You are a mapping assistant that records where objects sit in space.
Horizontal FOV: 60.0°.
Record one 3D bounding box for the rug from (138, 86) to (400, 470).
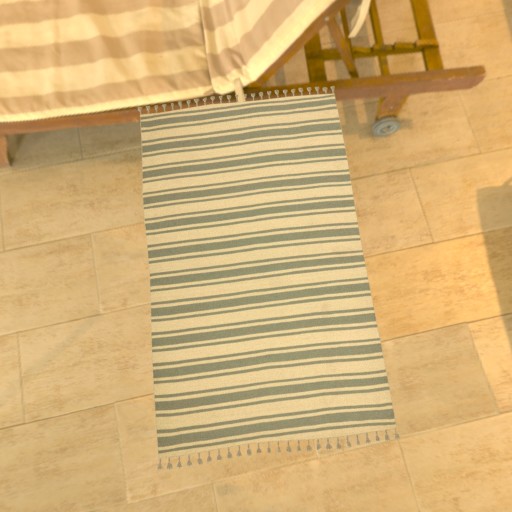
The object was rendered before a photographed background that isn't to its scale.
[{"bbox_3d":[0.000,0.000,2.473,1.222,0.009,2.084,-6,75,-2],"label":"rug"}]
